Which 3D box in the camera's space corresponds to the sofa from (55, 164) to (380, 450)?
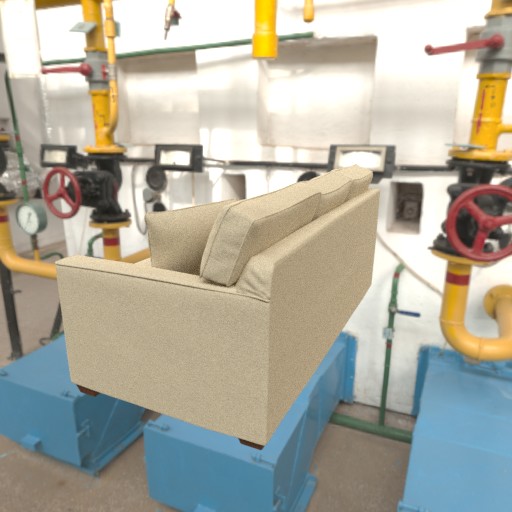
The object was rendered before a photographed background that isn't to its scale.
[{"bbox_3d":[0.000,0.000,2.567,1.034,0.946,1.963,8,18,24],"label":"sofa"}]
